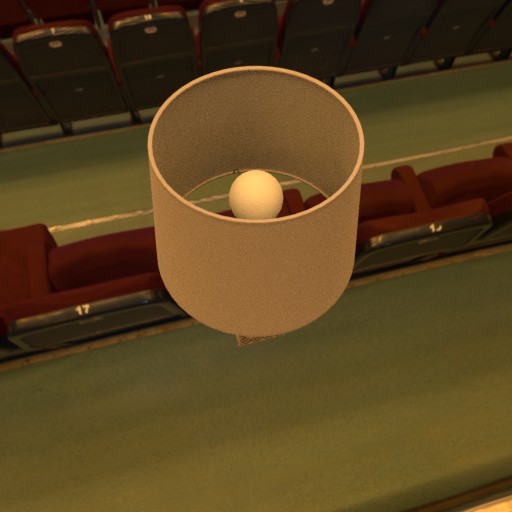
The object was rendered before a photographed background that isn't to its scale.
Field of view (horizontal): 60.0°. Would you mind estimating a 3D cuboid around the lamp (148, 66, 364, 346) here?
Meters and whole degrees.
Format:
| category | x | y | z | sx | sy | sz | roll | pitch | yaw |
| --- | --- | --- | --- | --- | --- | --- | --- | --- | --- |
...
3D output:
| category | x | y | z | sx | sy | sz | roll | pitch | yaw |
| --- | --- | --- | --- | --- | --- | --- | --- | --- | --- |
| lamp | 0.000 | 0.000 | 0.594 | 0.251 | 0.435 | 0.251 | 0 | 59 | 0 |
